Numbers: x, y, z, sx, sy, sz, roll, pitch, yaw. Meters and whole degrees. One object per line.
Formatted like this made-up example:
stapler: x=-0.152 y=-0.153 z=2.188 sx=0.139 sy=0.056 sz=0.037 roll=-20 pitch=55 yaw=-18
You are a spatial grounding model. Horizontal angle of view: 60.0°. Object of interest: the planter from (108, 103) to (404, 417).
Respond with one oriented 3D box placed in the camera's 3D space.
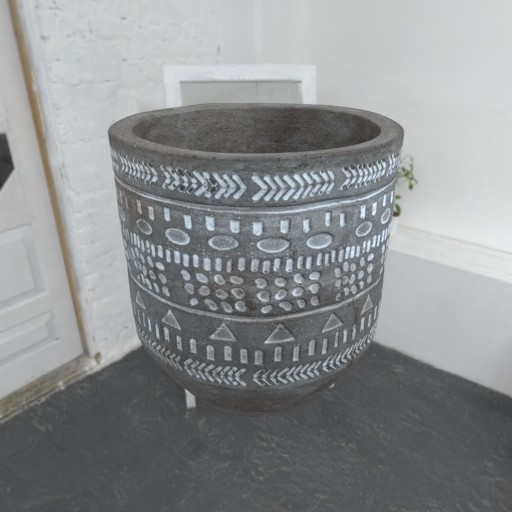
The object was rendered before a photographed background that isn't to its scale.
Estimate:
planter: x=0.000 y=0.000 z=0.252 sx=0.142 sy=0.149 sz=0.142 roll=0 pitch=27 yaw=0
